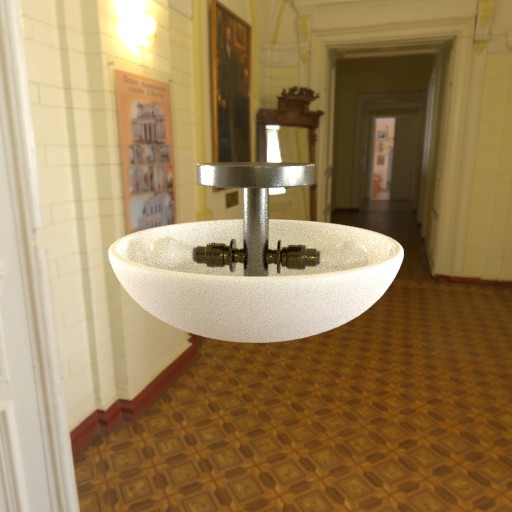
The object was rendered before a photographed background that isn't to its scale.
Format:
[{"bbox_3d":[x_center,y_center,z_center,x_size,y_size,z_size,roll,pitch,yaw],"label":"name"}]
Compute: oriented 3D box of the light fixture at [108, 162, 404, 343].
[{"bbox_3d":[0.000,0.000,0.524,0.330,0.214,0.330,0,13,0],"label":"light fixture"}]
